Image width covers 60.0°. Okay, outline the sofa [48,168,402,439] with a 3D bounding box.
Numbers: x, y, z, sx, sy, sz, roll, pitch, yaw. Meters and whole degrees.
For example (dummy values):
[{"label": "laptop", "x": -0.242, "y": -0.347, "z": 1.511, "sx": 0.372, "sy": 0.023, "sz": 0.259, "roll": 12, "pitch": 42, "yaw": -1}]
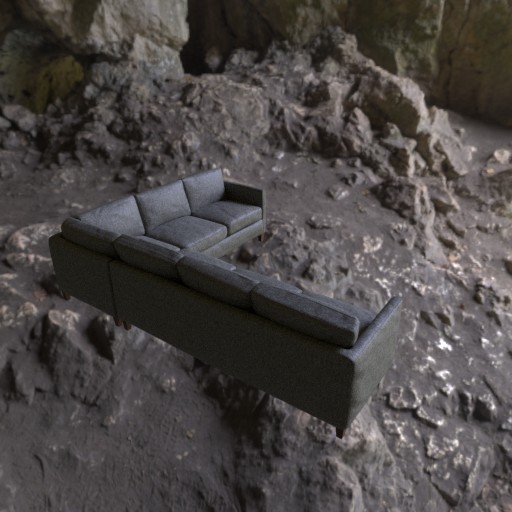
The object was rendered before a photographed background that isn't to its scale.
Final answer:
[{"label": "sofa", "x": 0.000, "y": 0.000, "z": 4.579, "sx": 3.302, "sy": 0.947, "sz": 2.593, "roll": 17, "pitch": 31, "yaw": 31}]
